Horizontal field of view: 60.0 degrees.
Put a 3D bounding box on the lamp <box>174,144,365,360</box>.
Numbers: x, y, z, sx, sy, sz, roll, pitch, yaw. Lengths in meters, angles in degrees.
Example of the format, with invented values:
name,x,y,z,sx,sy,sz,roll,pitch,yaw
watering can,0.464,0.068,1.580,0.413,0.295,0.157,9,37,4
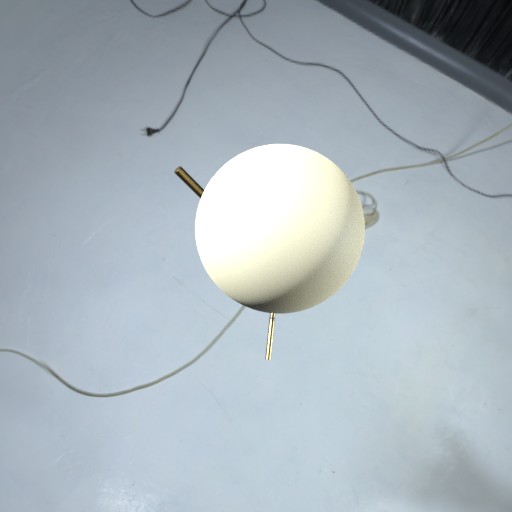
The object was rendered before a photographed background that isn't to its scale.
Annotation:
name,x,y,z,sx,sy,sz,roll,pitch,yaw
lamp,0.000,0.000,0.677,0.251,0.552,0.210,35,78,9
